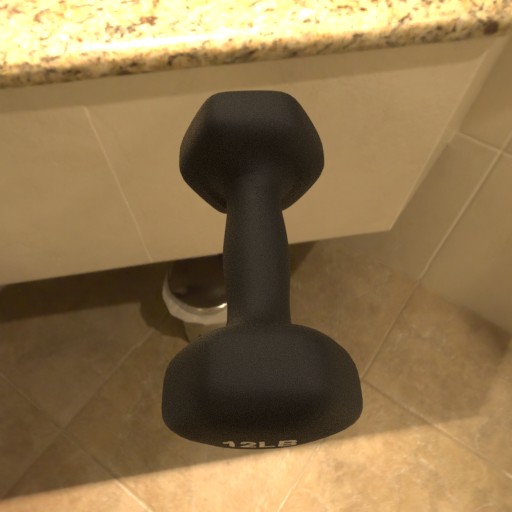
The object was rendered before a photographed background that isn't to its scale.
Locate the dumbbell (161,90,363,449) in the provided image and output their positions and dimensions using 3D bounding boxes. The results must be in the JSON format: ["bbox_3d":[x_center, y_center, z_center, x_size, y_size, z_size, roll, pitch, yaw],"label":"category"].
[{"bbox_3d":[0.000,0.000,0.292,0.112,0.101,0.231,-1,59,-1],"label":"dumbbell"}]
